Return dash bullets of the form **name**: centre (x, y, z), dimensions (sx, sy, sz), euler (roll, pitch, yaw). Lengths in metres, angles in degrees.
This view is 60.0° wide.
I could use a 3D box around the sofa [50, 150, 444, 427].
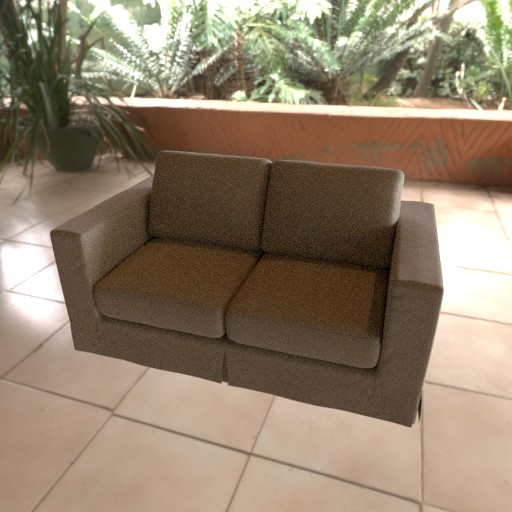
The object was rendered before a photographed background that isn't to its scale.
- **sofa**: centre (0.000, 0.000, 2.395), dimensions (1.813, 0.932, 1.009), euler (8, 28, 16)
